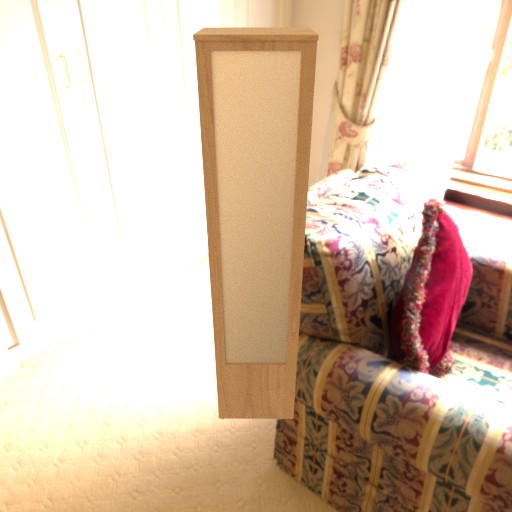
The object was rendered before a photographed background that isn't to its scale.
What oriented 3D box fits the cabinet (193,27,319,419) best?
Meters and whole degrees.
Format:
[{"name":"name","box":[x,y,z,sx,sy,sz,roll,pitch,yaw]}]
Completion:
[{"name":"cabinet","box":[0.000,0.000,2.069,0.411,1.879,0.338,0,31,0]}]
